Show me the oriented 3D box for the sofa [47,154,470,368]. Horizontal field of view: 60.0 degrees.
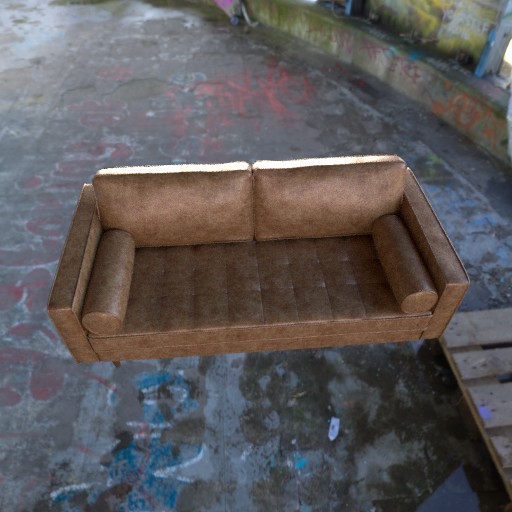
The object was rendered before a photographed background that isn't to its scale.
[{"bbox_3d":[0.000,0.000,2.408,1.920,0.825,0.924,-3,47,-3],"label":"sofa"}]
